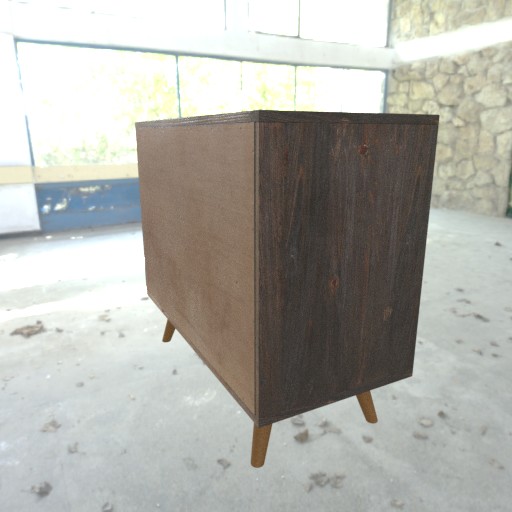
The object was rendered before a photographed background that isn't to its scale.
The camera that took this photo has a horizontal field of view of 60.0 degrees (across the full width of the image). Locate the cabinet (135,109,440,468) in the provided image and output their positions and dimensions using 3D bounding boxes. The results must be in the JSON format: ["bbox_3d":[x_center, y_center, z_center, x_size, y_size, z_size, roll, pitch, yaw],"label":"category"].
[{"bbox_3d":[0.000,0.000,1.522,0.529,0.897,1.023,-8,17,-27],"label":"cabinet"}]
